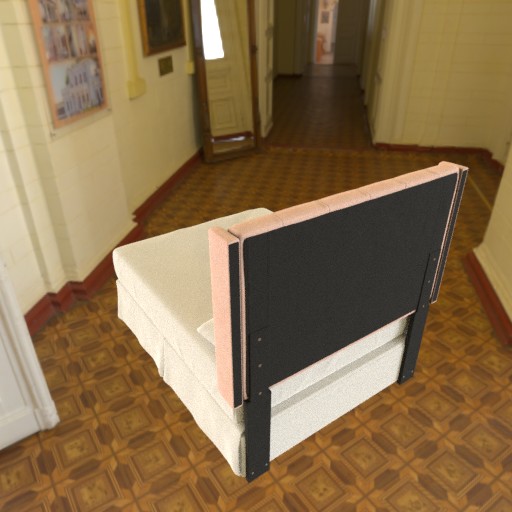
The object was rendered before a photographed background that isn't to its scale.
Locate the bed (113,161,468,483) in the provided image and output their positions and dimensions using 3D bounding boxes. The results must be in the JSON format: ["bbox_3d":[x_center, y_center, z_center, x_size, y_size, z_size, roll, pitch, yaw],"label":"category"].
[{"bbox_3d":[0.000,0.000,3.364,1.719,1.665,2.066,-19,34,-30],"label":"bed"}]
